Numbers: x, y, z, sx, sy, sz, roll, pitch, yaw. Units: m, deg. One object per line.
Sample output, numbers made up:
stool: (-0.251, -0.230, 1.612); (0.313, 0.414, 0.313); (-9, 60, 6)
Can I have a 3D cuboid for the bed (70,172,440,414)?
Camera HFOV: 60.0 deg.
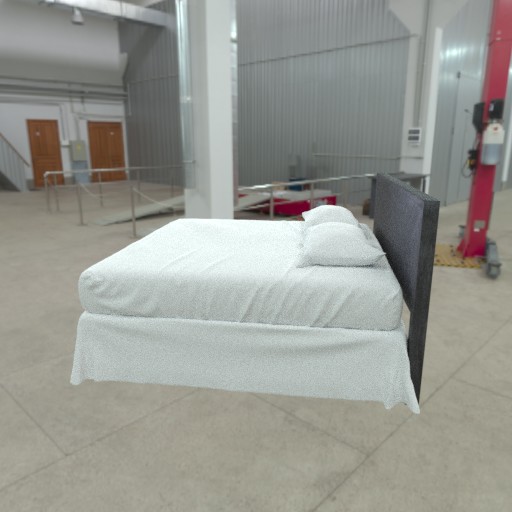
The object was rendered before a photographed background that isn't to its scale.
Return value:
bed: (0.000, 0.000, 3.436); (2.165, 1.158, 2.255); (2, 15, 8)
